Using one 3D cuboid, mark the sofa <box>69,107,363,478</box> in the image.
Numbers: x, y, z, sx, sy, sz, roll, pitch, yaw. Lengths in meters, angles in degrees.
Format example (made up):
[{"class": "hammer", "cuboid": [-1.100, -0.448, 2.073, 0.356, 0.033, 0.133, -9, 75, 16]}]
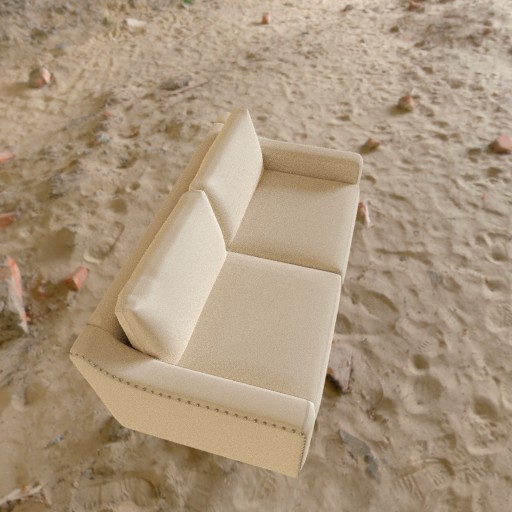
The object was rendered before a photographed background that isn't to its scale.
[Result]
[{"class": "sofa", "cuboid": [0.000, 0.000, 2.338, 0.949, 0.830, 1.812, 11, 48, 10]}]
